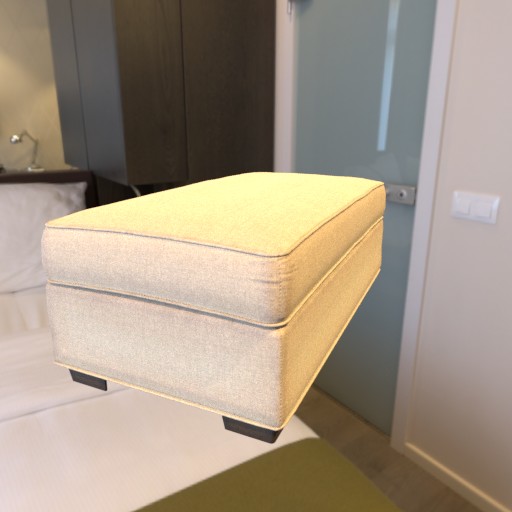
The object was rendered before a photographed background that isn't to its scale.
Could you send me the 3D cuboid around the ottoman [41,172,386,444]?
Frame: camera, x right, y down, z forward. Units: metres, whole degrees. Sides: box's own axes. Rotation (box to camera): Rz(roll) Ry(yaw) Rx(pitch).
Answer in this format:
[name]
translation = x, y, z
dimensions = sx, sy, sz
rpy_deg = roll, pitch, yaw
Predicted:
[ottoman]
translation = 0.000, 0.000, 1.399
dimensions = 0.617, 0.448, 1.097
rpy_deg = 8, 19, 24
